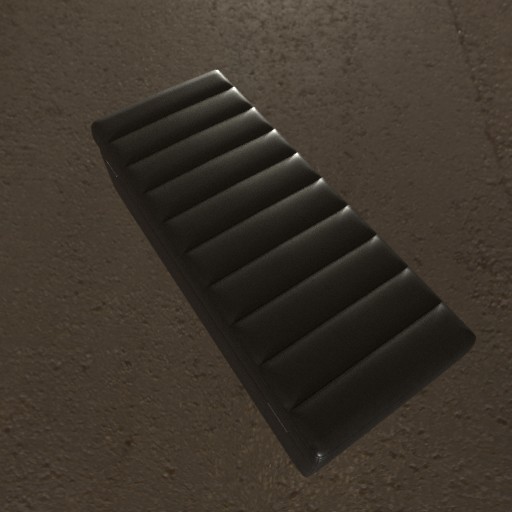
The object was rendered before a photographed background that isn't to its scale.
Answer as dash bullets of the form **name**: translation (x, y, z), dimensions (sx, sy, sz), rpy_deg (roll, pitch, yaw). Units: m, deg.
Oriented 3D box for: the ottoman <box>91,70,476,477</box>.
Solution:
- **ottoman**: translation (0.000, 0.000, 1.356), dimensions (0.482, 0.469, 1.151), rpy_deg (-30, 64, -16)
